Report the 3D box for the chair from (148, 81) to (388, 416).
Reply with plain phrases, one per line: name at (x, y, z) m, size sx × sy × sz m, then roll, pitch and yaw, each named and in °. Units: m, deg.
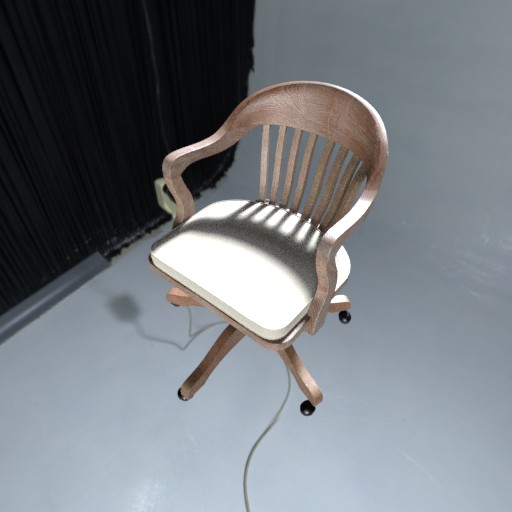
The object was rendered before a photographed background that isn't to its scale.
chair at (0.000, 0.000, 1.459) m, size 0.750 × 0.878 × 0.788 m, roll 30°, pitch 52°, yaw 27°
